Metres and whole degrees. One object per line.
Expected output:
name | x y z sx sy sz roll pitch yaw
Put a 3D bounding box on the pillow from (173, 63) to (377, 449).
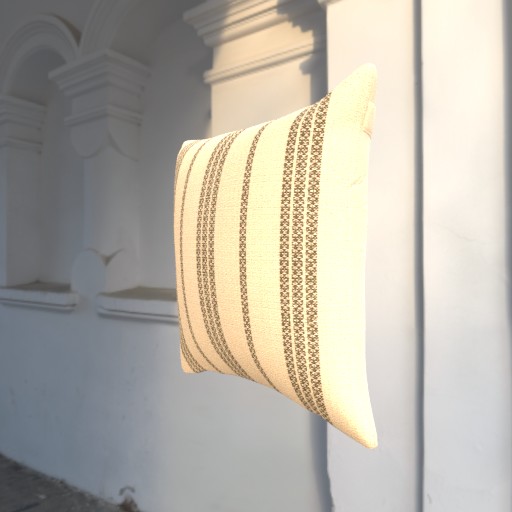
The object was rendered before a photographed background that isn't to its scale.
pillow | 0.000 0.000 0.623 0.173 0.406 0.405 0 -1 -38
